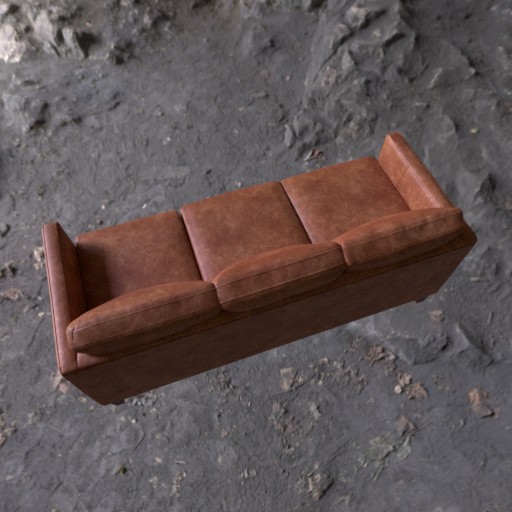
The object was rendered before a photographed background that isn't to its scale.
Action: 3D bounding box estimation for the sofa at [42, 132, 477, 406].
[{"bbox_3d":[0.000,0.000,2.931,2.464,1.006,1.045,-17,60,-10],"label":"sofa"}]
